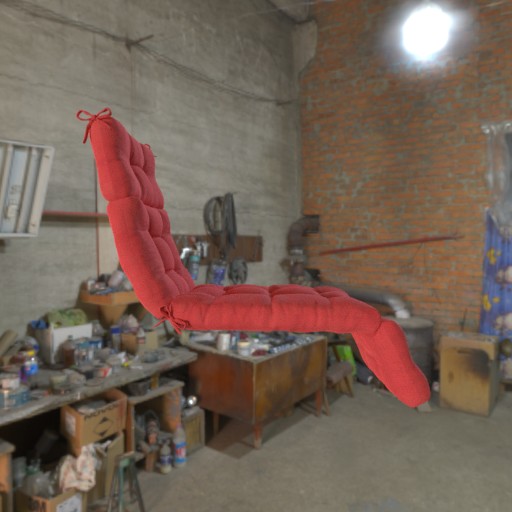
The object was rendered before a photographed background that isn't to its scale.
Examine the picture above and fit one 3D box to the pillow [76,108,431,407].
[{"bbox_3d":[0.000,0.000,1.501,1.016,0.863,0.526,0,1,1],"label":"pillow"}]
